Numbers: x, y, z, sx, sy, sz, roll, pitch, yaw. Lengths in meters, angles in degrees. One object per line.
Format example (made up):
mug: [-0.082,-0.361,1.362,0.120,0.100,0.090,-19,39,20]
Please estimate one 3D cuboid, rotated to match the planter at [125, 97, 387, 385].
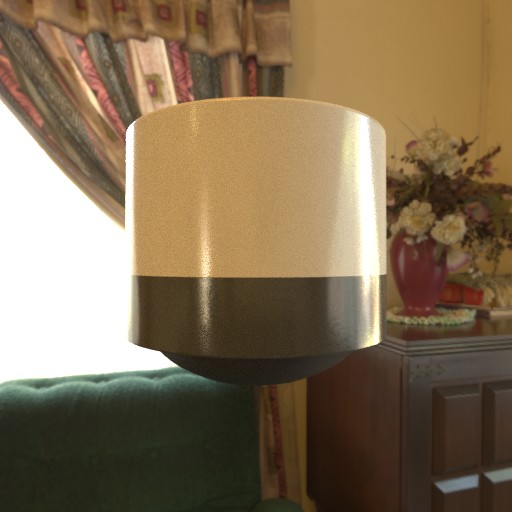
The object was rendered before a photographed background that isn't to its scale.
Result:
planter: [0.000,0.000,0.342,0.193,0.177,0.193,0,-1,0]
